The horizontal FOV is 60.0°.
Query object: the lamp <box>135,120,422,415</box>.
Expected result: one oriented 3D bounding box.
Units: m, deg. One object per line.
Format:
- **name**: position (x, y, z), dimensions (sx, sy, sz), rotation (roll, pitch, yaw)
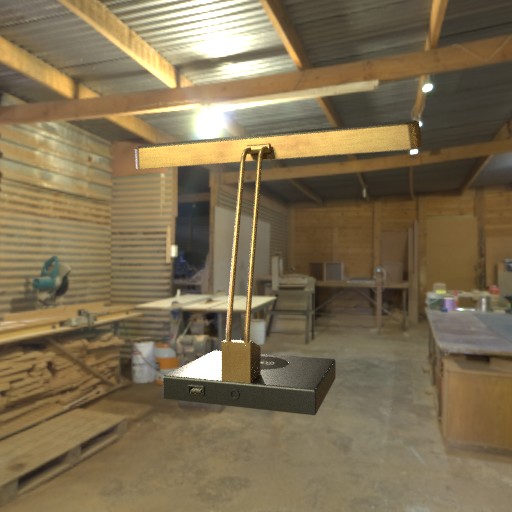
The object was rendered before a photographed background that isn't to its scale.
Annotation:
- **lamp**: position (0.000, 0.000, 0.578), dimensions (0.412, 0.345, 0.156), rotation (0, 0, 18)
